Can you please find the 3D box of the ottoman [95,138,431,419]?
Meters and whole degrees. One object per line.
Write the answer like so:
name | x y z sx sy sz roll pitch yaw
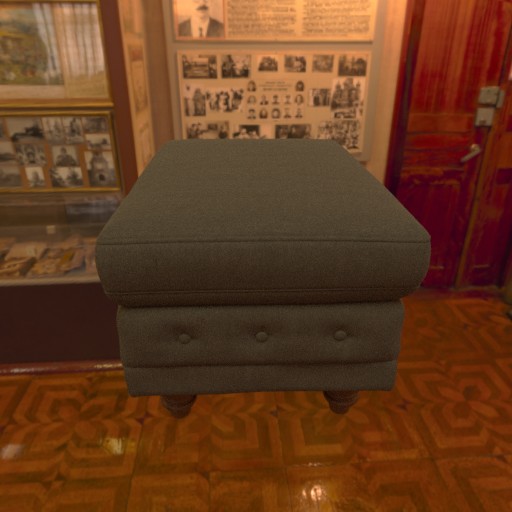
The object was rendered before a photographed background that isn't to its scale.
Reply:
ottoman | 0.000 0.000 1.137 0.569 0.500 0.771 -1 26 -2
